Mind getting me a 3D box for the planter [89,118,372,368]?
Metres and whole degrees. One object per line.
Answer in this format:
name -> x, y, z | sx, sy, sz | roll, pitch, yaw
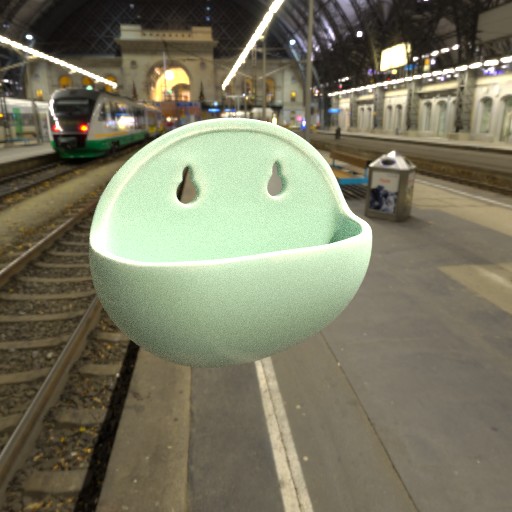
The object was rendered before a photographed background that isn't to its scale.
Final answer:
planter -> 0.000, 0.000, 0.274 | 0.189, 0.164, 0.073 | -9, 19, -27
